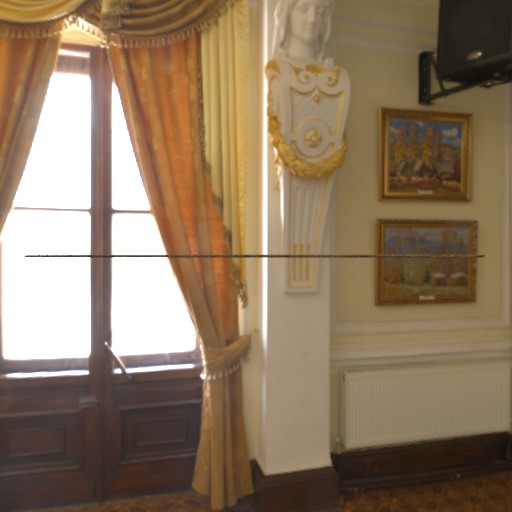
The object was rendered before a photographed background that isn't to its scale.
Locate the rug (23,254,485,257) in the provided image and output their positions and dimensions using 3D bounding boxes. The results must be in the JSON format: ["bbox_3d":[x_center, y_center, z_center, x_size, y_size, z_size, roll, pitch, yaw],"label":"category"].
[{"bbox_3d":[0.000,0.000,2.705,2.413,0.016,0.810,0,0,-2],"label":"rug"}]
